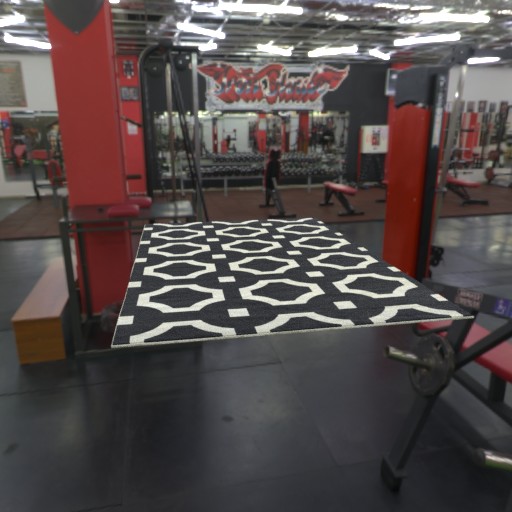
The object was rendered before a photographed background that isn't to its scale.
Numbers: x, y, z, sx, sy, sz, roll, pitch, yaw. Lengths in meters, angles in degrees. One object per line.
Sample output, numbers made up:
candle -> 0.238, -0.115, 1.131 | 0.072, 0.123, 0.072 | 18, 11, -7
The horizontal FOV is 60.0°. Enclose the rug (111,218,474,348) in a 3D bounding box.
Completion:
rug -> 0.000, 0.000, 2.914 | 1.555, 0.016, 2.286 | -3, 16, -10
